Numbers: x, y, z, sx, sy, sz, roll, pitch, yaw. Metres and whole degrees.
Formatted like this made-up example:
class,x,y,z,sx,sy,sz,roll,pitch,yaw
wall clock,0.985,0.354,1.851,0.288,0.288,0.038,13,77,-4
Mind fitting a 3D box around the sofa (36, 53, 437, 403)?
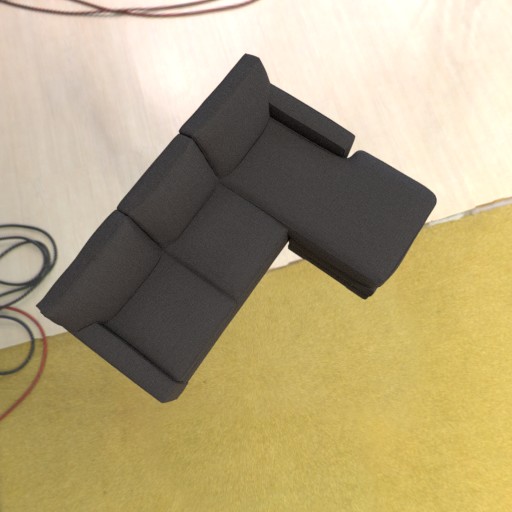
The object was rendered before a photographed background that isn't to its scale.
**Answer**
class,x,y,z,sx,sy,sz,roll,pitch,yaw
sofa,0.000,0.000,3.226,1.790,0.973,2.370,34,78,9
